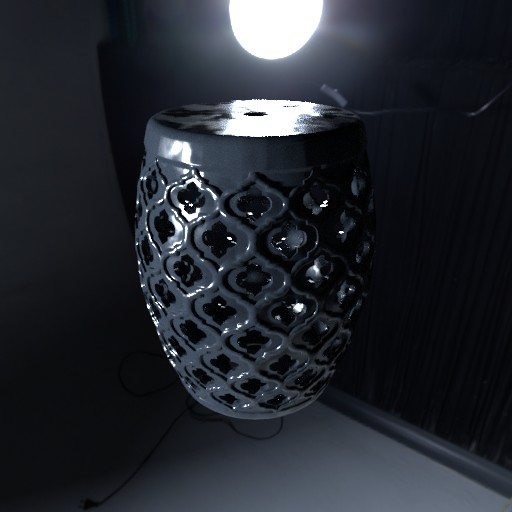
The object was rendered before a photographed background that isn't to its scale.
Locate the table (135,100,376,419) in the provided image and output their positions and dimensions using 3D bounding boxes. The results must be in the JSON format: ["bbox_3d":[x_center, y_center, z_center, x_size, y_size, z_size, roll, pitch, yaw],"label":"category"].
[{"bbox_3d":[0.000,0.000,0.630,0.325,0.388,0.325,0,27,0],"label":"table"}]
